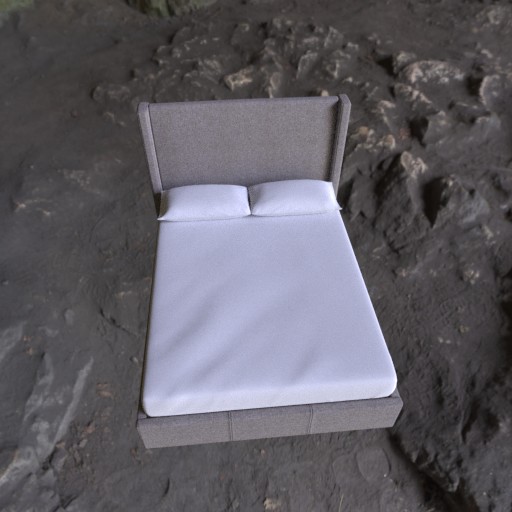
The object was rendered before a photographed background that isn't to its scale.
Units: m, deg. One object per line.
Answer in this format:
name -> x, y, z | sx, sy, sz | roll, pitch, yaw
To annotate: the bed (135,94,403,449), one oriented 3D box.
bed -> 0.000, 0.000, 3.362 | 1.714, 1.476, 2.245 | -4, 45, -4
